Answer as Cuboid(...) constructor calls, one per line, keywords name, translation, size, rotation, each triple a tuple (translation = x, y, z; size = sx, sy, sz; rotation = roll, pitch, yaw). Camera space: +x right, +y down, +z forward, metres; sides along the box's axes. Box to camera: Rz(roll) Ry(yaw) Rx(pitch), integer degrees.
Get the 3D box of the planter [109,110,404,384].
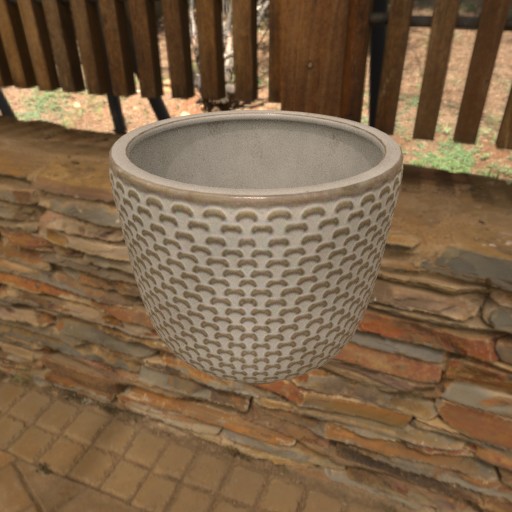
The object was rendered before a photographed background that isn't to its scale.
Cuboid(name="planter", translation=(0.000, 0.000, 0.305), size=(0.173, 0.160, 0.173), rotation=(0, 30, 0))
